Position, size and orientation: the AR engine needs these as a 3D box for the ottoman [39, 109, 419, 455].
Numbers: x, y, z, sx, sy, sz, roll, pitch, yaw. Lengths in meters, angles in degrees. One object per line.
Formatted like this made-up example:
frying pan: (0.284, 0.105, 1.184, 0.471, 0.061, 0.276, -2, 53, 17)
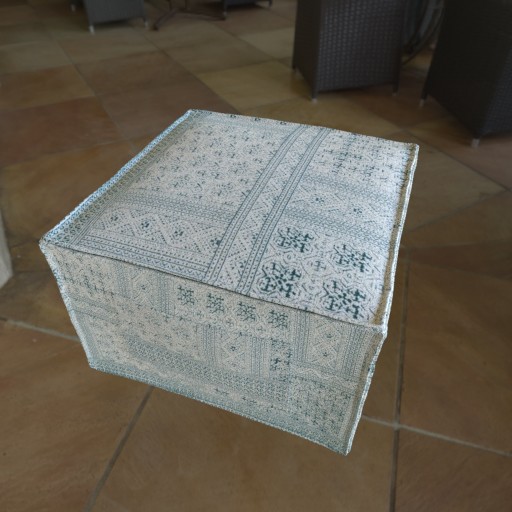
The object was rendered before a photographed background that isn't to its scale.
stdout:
ottoman: (0.000, 0.000, 1.035, 0.617, 0.439, 0.626, 13, 43, 15)
